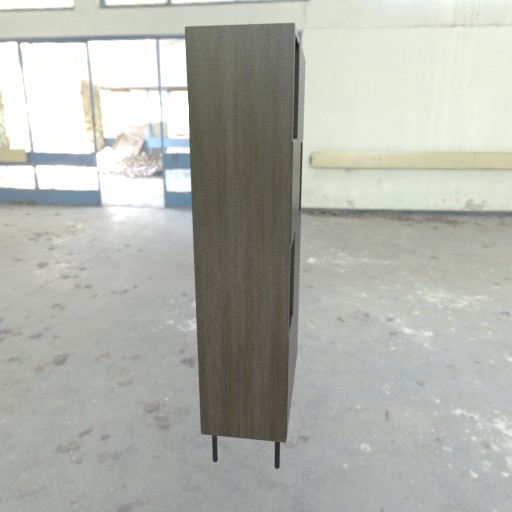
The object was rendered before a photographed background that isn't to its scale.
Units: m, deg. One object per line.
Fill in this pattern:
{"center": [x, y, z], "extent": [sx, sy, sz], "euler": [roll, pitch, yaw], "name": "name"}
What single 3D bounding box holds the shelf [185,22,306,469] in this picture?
{"center": [0.000, 0.000, 1.780], "extent": [0.323, 1.545, 0.670], "euler": [2, 16, 8], "name": "shelf"}
